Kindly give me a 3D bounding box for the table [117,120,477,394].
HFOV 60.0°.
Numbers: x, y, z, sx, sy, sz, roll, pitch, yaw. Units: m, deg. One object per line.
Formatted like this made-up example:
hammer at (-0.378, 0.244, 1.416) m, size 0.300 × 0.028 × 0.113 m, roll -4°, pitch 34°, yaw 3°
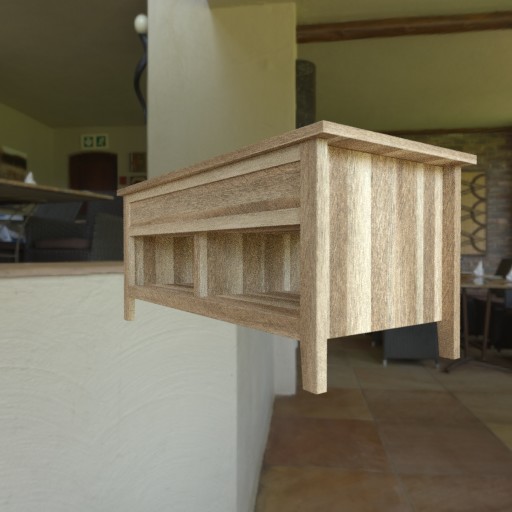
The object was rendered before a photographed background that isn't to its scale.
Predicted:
table at (0.000, 0.000, 1.346) m, size 0.493 × 0.480 × 1.095 m, roll -1°, pitch 1°, yaw -35°
